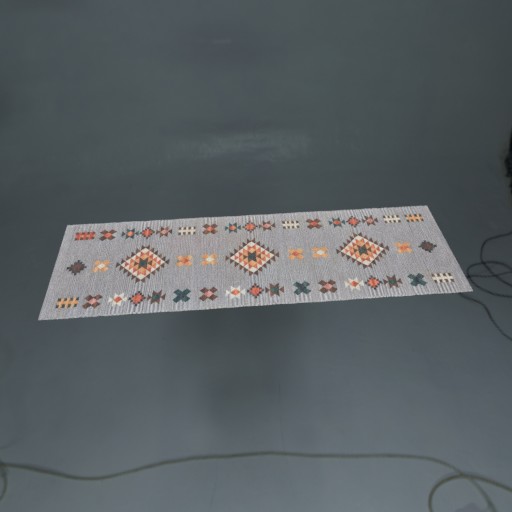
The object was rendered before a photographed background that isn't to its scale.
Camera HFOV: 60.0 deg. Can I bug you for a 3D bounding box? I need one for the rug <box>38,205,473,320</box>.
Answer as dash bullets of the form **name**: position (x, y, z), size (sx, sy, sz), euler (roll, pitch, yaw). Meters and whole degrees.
- **rug**: position (0.000, 0.000, 2.732), size (2.432, 0.008, 0.766), euler (-3, 46, -3)
